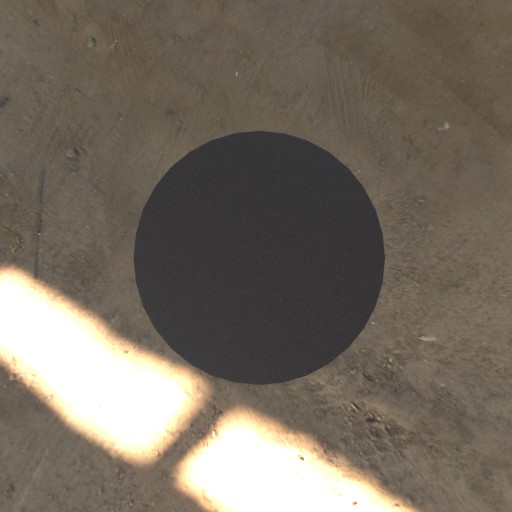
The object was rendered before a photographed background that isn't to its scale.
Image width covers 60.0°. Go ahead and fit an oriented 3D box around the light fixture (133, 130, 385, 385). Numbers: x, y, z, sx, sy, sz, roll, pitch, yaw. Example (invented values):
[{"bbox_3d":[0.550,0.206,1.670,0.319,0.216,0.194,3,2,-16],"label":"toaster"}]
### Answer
[{"bbox_3d":[0.000,0.000,0.391,0.197,0.254,0.197,0,91,-1],"label":"light fixture"}]
